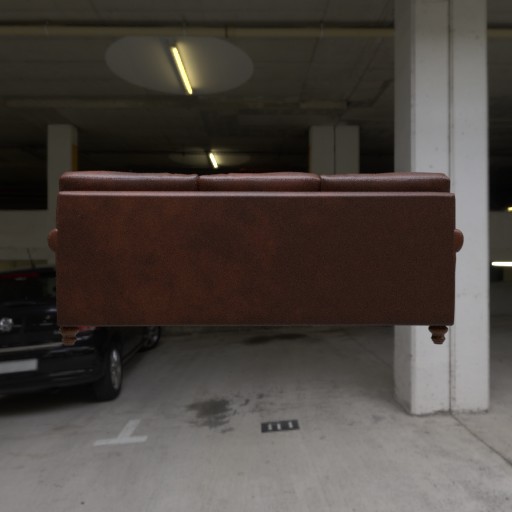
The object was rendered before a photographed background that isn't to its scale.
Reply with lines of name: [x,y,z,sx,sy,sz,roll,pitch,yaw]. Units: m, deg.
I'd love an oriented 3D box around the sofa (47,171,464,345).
sofa: [0.000,0.000,2.853,2.351,0.977,0.973,0,0,-1]
